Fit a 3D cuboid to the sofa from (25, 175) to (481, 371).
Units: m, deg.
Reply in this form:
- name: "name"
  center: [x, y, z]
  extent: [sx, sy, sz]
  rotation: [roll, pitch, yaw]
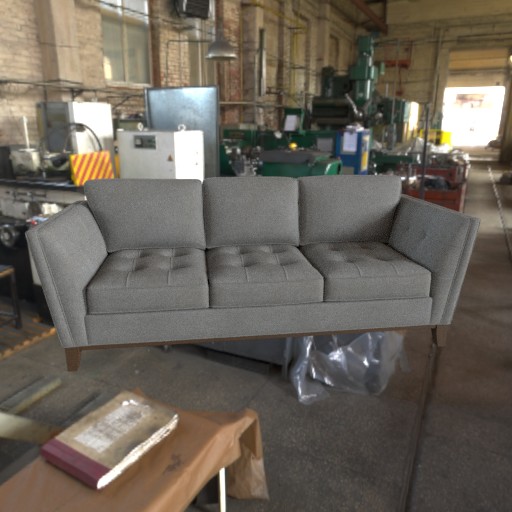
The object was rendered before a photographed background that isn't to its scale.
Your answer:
- name: "sofa"
  center: [0.000, 0.000, 2.832]
  extent: [2.387, 0.940, 0.965]
  rotation: [-2, 17, -7]
